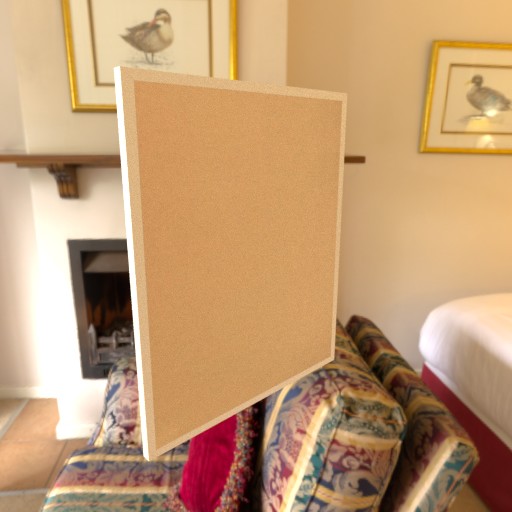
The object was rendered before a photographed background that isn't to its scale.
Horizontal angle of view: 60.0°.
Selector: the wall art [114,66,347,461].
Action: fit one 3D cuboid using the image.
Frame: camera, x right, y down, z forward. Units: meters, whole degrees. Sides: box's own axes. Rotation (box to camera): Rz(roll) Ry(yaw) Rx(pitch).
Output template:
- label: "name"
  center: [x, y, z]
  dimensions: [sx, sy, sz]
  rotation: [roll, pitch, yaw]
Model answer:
- label: "wall art"
  center: [0.000, 0.000, 0.625]
  dimensions: [0.382, 0.456, 0.013]
  rotation: [-14, 20, -42]
